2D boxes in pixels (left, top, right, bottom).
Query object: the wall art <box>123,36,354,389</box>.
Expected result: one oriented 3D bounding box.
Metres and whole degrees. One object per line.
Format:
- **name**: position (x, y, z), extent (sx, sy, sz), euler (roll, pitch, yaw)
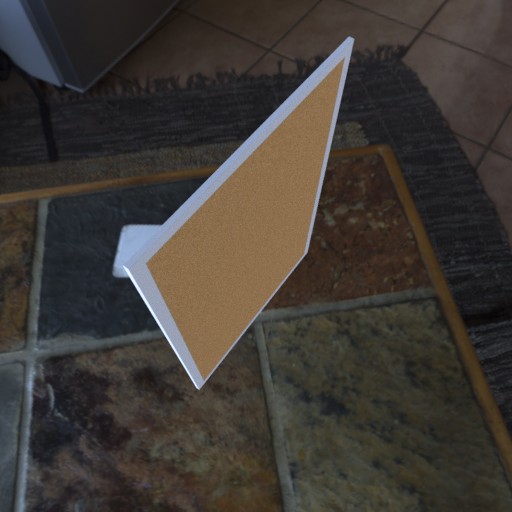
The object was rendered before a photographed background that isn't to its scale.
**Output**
- **wall art**: position (0.000, 0.000, 1.209), extent (0.013, 0.940, 0.659), euler (34, 67, 16)
